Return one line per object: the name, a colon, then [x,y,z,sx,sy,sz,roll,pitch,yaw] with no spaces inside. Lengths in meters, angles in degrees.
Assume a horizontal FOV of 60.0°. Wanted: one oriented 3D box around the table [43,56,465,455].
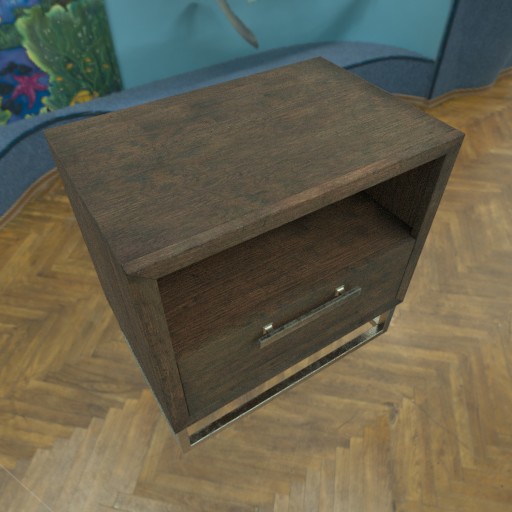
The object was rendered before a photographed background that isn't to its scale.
table: [0.000,0.000,1.218,0.767,0.746,0.542,-24,50,-22]
